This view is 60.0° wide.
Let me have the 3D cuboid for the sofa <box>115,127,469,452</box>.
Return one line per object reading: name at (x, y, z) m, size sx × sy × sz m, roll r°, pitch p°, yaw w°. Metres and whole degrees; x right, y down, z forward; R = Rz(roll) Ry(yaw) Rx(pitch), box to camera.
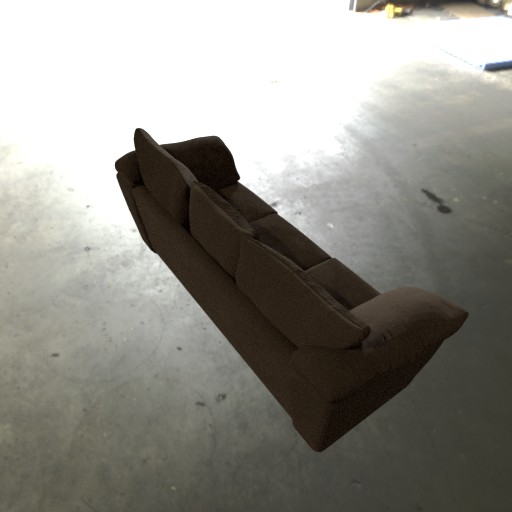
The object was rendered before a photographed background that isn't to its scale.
sofa at (0.000, 0.000, 2.793) m, size 0.878 × 1.015 × 2.336 m, roll -26°, pitch 48°, yaw -25°
